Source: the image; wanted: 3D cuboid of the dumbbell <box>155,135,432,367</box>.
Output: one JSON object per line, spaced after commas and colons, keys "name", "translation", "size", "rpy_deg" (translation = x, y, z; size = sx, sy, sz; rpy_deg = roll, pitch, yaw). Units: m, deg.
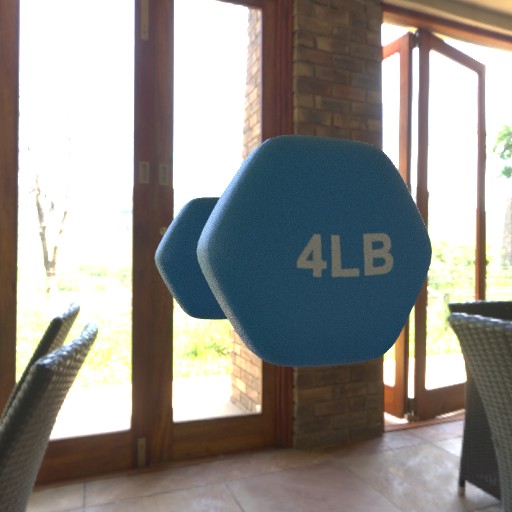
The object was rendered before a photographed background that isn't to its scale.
{"name": "dumbbell", "translation": [0.000, 0.000, 0.190], "size": [0.074, 0.066, 0.152], "rpy_deg": [0, -1, -18]}
